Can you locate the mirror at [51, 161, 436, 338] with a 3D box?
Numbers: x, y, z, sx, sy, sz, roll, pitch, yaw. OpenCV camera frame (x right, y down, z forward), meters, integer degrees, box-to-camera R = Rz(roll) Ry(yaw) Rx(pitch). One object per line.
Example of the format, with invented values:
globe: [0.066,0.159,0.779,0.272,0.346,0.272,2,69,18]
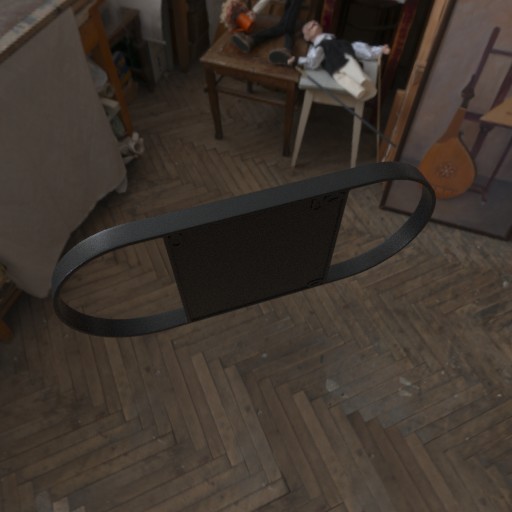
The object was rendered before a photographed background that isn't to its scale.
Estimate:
mirror: [0.000,0.000,0.672,0.584,0.254,0.032,-15,58,-10]
